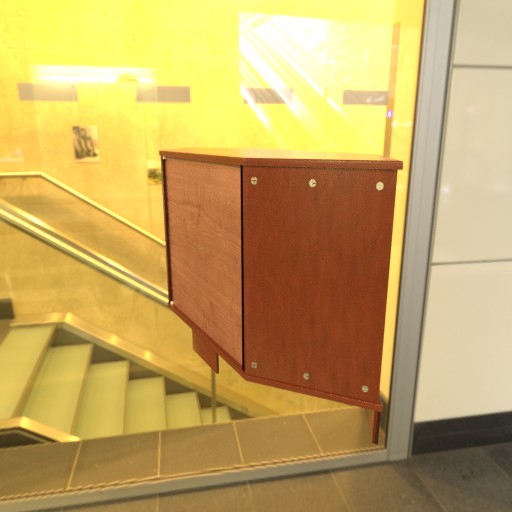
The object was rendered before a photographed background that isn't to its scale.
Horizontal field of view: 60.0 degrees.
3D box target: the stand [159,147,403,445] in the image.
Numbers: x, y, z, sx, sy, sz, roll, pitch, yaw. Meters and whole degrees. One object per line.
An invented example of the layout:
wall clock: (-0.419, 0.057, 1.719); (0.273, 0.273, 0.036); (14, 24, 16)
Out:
stand: (0.000, 0.000, 1.341); (0.381, 0.614, 1.072); (-9, 17, -29)
